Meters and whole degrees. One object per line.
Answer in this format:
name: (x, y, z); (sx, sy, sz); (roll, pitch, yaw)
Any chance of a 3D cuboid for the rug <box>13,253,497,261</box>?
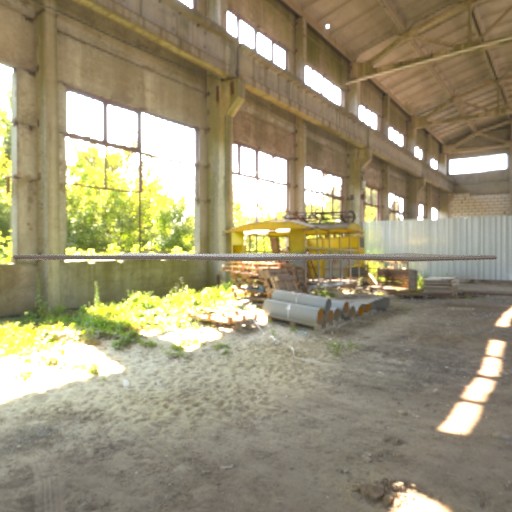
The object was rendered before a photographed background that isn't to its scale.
rug: (0.000, 0.000, 3.928); (3.011, 0.054, 2.399); (0, 1, 1)
